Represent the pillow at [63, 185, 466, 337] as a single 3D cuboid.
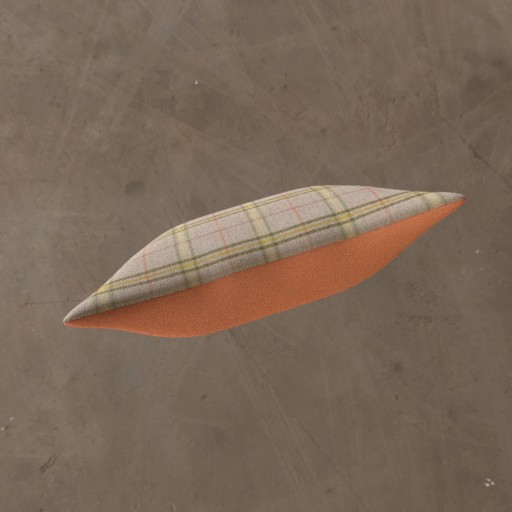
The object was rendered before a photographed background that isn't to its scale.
[{"bbox_3d":[0.000,0.000,0.691,0.453,0.430,0.200,-17,77,-4],"label":"pillow"}]
